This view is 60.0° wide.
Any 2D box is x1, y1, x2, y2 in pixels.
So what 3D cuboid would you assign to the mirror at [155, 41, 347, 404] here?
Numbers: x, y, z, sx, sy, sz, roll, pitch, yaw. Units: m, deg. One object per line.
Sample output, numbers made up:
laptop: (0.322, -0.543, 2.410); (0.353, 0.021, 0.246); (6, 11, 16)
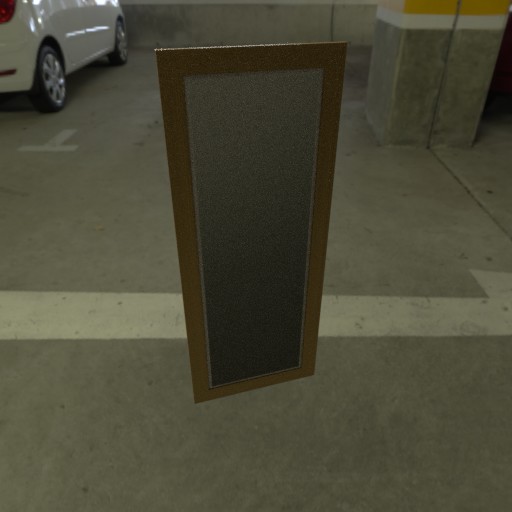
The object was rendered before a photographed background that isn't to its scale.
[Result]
mirror: (0.000, 0.000, 2.351); (0.812, 2.031, 0.025); (-9, 33, -14)
